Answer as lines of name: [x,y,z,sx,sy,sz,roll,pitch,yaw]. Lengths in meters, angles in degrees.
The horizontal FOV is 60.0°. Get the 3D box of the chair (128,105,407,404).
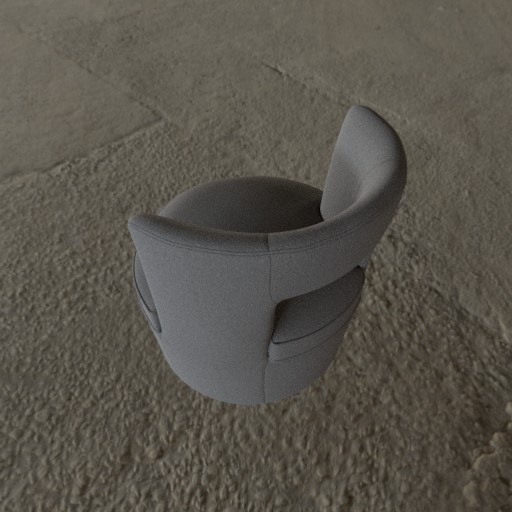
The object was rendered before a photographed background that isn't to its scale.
chair: [0.000,0.000,1.253,0.689,0.719,0.660,-33,54,-28]
